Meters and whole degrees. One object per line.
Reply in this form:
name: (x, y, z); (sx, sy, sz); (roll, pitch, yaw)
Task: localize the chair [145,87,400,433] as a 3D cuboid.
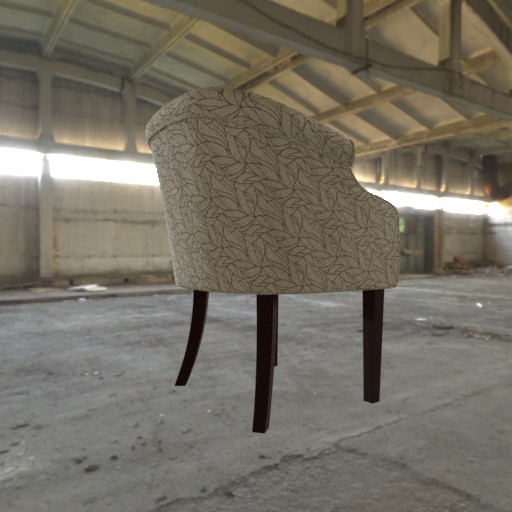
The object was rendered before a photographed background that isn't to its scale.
chair: (0.000, 0.000, 1.364); (0.613, 0.858, 0.686); (-1, 1, -35)
